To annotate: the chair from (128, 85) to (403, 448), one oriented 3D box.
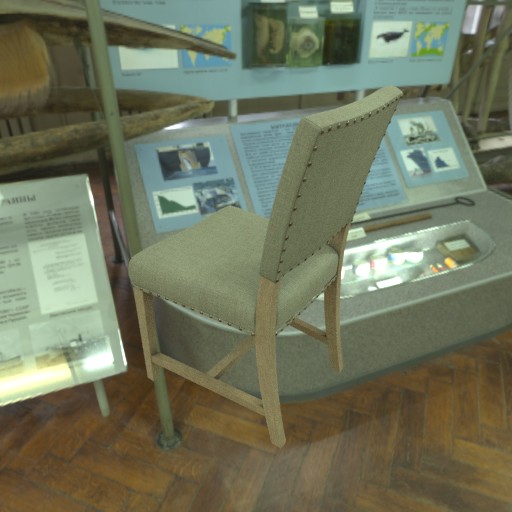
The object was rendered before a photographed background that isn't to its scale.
[{"bbox_3d":[0.000,0.000,1.359,0.622,0.986,0.508,20,36,30],"label":"chair"}]
